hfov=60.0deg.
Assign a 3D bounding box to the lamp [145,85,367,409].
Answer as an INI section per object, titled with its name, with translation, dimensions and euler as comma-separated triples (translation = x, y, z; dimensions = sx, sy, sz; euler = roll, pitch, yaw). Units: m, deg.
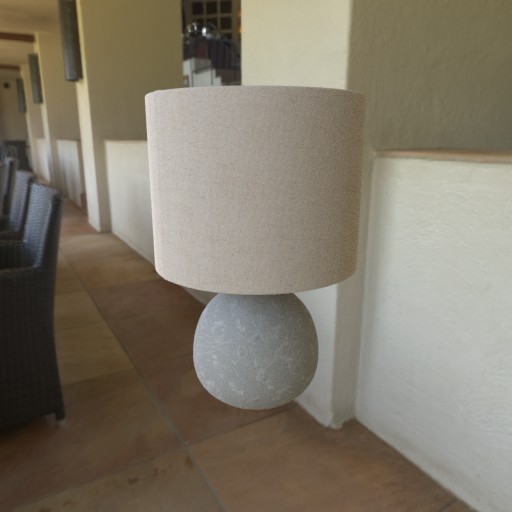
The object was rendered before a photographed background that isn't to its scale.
[lamp]
translation = 0.000, 0.000, 0.604
dimensions = 0.269, 0.409, 0.269
euler = -7, 17, -26
